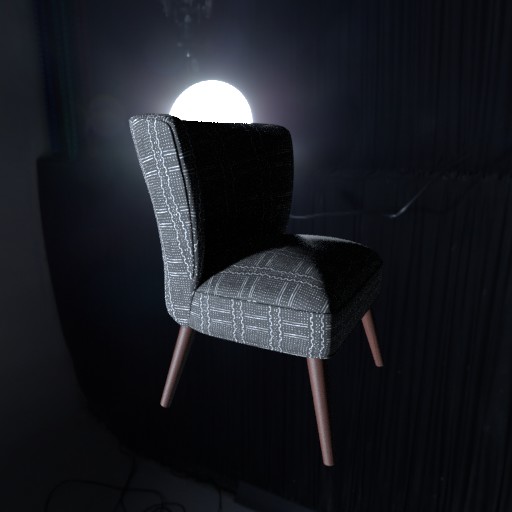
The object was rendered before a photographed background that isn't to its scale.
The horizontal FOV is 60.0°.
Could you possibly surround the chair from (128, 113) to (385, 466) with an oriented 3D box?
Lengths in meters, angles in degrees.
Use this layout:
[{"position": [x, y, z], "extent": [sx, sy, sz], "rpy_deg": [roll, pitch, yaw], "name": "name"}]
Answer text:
[{"position": [0.000, 0.000, 1.427], "extent": [0.758, 0.866, 0.710], "rpy_deg": [7, 16, 26], "name": "chair"}]
